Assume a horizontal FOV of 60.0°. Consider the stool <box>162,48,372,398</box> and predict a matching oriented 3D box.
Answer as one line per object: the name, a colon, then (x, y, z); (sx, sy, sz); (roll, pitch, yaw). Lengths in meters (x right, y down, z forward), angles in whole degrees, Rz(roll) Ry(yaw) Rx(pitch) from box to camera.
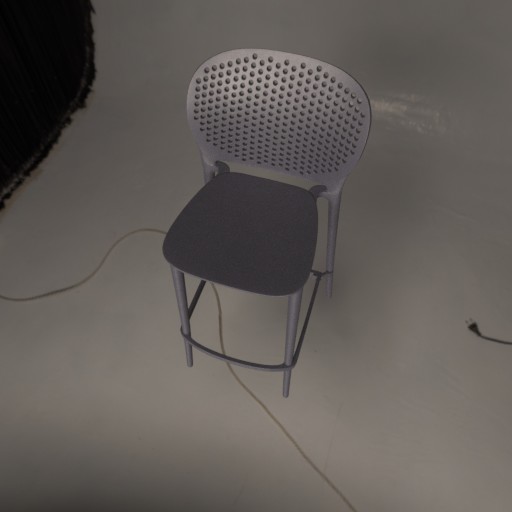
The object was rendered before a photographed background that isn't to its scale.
stool: (0.000, 0.000, 1.374); (0.536, 1.045, 0.535); (15, 59, 9)
